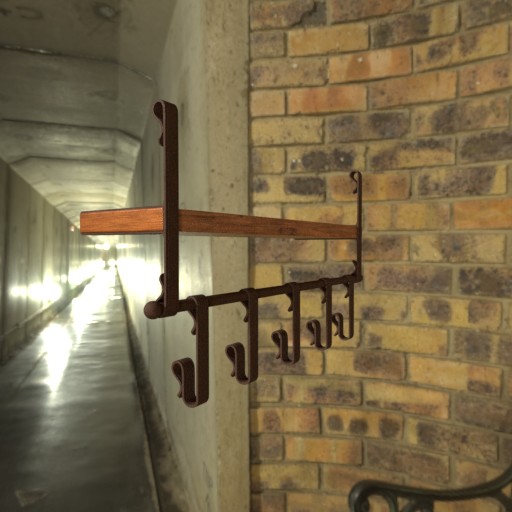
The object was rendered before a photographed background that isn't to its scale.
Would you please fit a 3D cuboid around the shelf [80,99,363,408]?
[{"bbox_3d":[0.000,0.000,0.707,0.146,0.330,0.567,1,2,35],"label":"shelf"}]
